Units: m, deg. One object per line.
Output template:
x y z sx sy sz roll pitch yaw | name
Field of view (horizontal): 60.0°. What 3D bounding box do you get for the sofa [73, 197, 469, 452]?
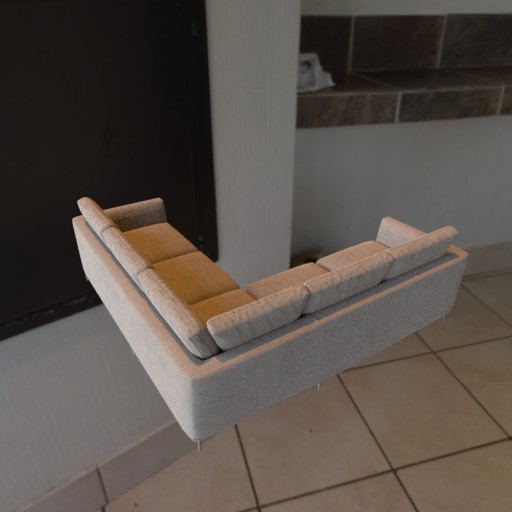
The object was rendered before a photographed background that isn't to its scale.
0.000 0.000 3.809 2.438 0.864 2.438 -18 34 -29 | sofa
